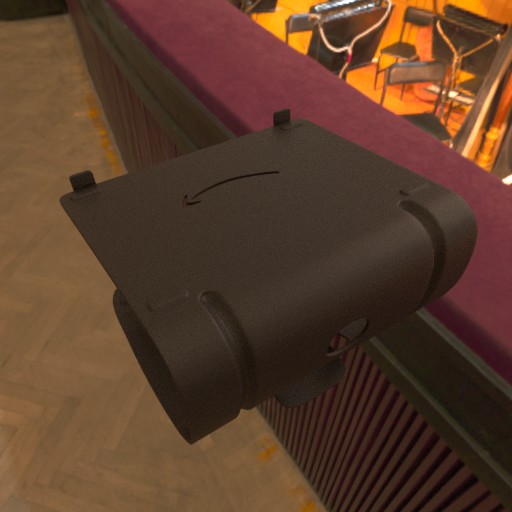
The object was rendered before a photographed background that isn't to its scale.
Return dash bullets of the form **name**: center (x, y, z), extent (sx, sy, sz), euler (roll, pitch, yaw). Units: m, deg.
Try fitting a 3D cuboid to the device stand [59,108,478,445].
- **device stand**: center (0.000, 0.000, 0.386), extent (0.256, 0.155, 0.236), euler (-24, 51, -22)
